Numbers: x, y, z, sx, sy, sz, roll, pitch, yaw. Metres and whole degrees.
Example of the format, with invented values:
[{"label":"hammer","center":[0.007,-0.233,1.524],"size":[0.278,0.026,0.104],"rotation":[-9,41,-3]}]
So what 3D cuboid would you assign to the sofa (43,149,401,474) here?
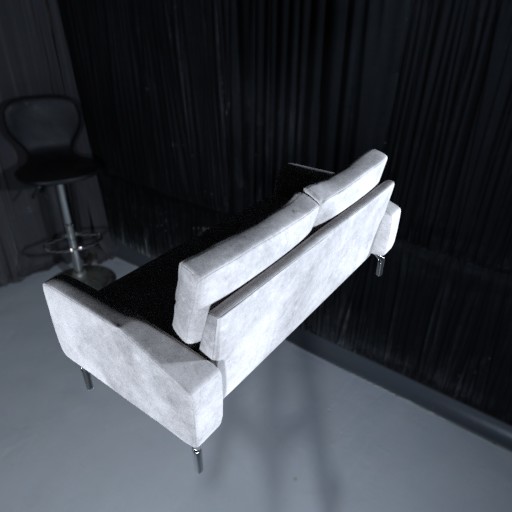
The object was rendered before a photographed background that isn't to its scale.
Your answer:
[{"label":"sofa","center":[0.000,0.000,2.299],"size":[0.849,0.859,1.837],"rotation":[21,37,31]}]
